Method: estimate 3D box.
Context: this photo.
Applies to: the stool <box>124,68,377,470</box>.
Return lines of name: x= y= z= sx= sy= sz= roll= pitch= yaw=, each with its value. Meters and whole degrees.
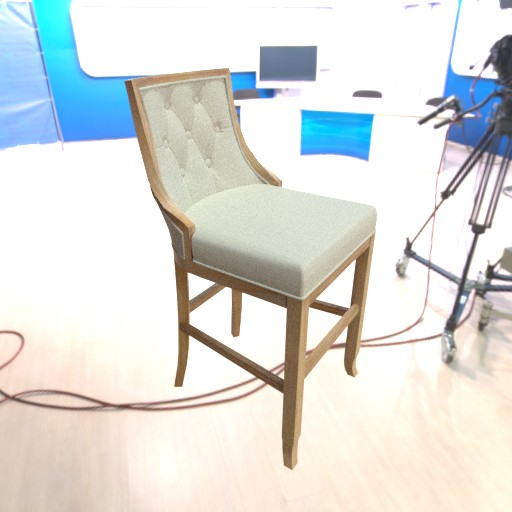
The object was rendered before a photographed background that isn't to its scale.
stool: x=0.000 y=0.000 z=1.470 sx=0.626 sy=1.101 sz=0.524 roll=17 pitch=32 yaw=30
